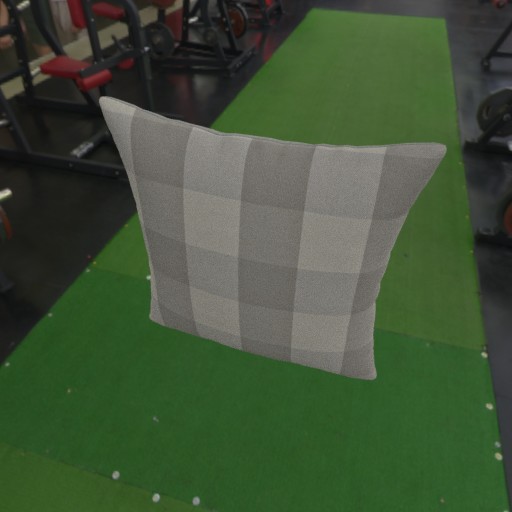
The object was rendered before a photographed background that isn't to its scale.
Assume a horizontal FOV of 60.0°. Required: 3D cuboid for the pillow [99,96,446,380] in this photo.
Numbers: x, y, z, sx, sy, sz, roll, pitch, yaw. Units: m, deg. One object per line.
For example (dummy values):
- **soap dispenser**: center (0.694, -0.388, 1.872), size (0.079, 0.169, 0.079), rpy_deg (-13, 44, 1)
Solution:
- **pillow**: center (0.000, 0.000, 0.786), size (0.511, 0.509, 0.161), rpy_deg (12, 42, 14)
